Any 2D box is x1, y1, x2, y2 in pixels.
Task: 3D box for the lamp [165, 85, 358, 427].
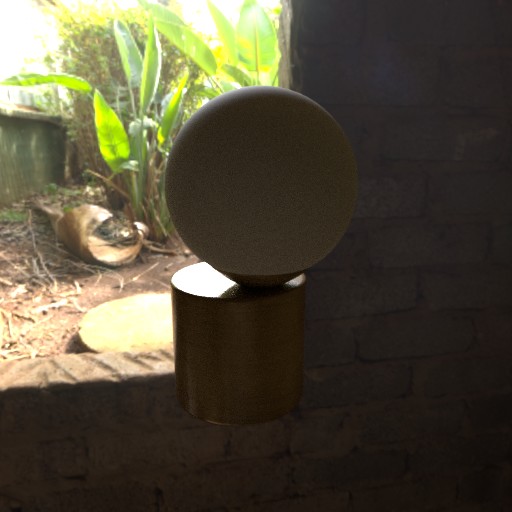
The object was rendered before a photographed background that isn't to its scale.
[{"bbox_3d":[0.000,0.000,0.349,0.152,0.250,0.141,14,21,43],"label":"lamp"}]
